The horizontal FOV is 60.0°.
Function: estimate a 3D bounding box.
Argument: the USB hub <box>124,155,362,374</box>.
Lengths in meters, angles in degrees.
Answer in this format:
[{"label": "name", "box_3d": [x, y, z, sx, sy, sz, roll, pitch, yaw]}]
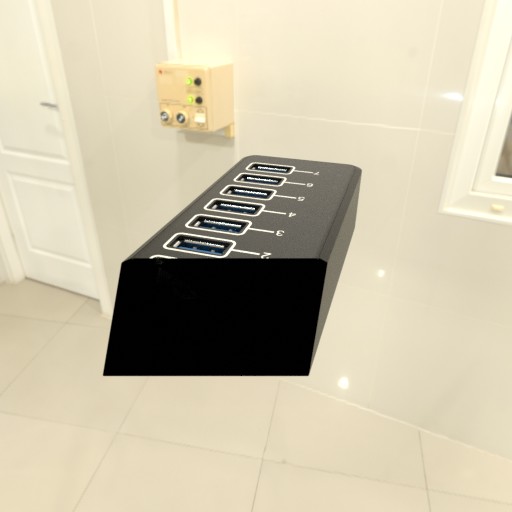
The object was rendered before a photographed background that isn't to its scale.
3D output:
[{"label": "USB hub", "box_3d": [0.000, 0.000, 0.124, 0.044, 0.023, 0.110, 9, 31, 16]}]
